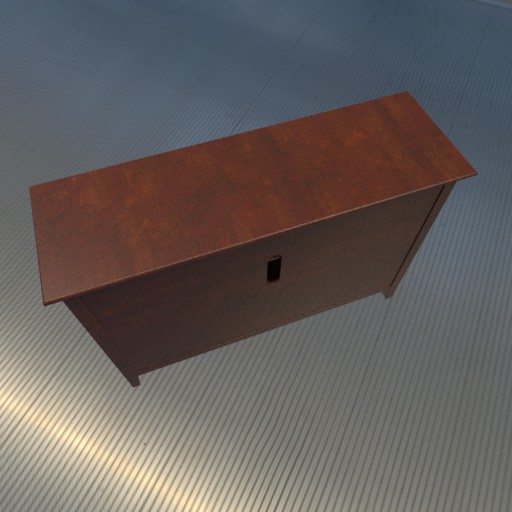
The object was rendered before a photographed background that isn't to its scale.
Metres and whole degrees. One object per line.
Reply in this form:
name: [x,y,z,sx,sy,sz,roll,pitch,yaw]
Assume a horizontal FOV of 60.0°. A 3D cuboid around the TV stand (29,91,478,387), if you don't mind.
TV stand: [0.000,0.000,1.802,1.372,0.915,0.445,-17,59,-11]
